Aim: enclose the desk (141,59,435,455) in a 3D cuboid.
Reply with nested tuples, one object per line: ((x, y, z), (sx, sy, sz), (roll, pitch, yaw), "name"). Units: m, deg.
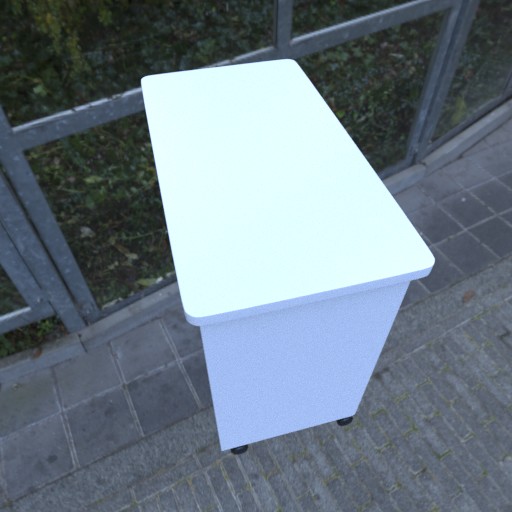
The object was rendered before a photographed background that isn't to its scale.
((0.000, 0.000, 1.338), (0.475, 0.763, 0.877), (-11, 49, -10), "desk")
